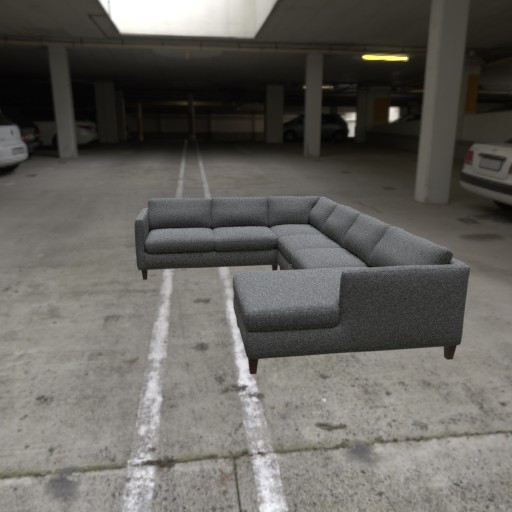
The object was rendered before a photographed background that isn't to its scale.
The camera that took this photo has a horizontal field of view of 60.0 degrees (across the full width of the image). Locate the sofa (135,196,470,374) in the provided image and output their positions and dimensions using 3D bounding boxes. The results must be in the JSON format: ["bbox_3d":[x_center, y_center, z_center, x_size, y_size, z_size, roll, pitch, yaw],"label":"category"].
[{"bbox_3d":[0.000,0.000,4.444,2.551,0.853,3.238,-2,15,-8],"label":"sofa"}]
